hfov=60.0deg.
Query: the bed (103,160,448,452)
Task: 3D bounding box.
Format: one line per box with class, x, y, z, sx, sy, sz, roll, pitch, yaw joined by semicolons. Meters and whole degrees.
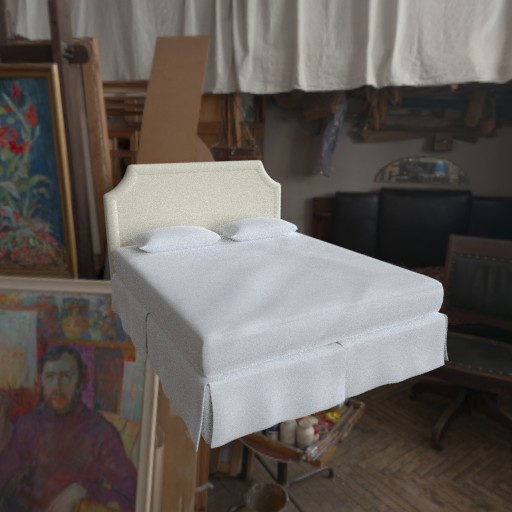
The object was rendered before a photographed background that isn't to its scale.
bed;0.000;0.000;4.217;2.350;1.590;2.773;-9;18;-28
